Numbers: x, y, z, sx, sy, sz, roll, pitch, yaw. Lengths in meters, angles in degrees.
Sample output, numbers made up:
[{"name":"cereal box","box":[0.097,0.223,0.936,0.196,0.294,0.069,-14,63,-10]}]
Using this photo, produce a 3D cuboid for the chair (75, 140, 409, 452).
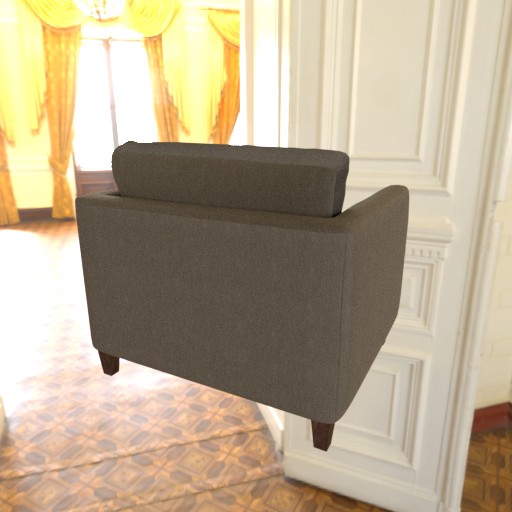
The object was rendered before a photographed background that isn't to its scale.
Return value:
[{"name":"chair","box":[0.000,0.000,1.900,1.107,0.963,0.959,9,19,27]}]
